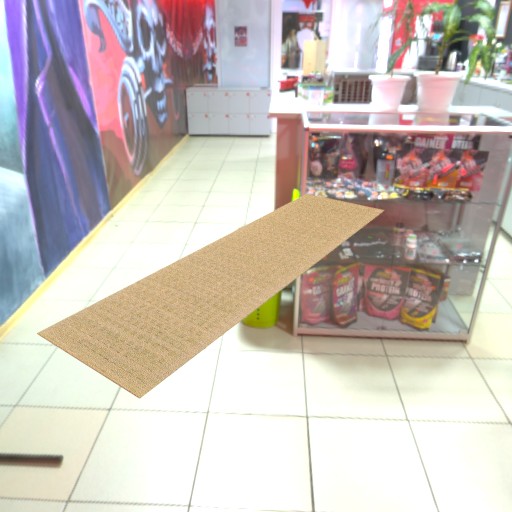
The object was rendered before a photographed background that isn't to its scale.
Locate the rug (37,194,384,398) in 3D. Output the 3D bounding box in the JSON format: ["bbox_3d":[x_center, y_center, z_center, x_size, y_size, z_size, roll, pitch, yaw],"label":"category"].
[{"bbox_3d":[0.000,0.000,2.711,0.686,0.006,2.437,18,31,32],"label":"rug"}]
